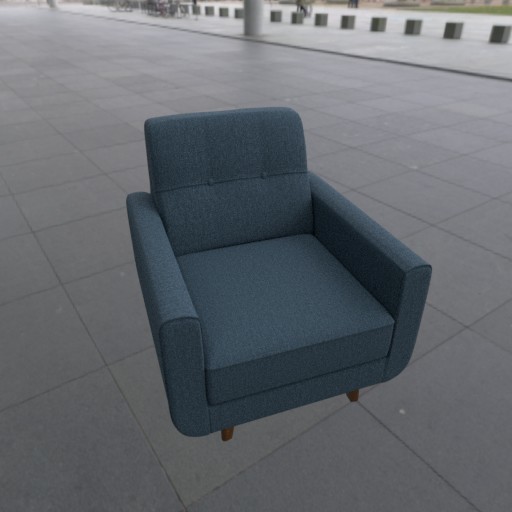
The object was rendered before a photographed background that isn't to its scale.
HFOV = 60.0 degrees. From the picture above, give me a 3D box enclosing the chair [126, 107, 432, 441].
[{"bbox_3d":[0.000,0.000,1.727,0.880,0.940,0.964,-10,33,-17],"label":"chair"}]
